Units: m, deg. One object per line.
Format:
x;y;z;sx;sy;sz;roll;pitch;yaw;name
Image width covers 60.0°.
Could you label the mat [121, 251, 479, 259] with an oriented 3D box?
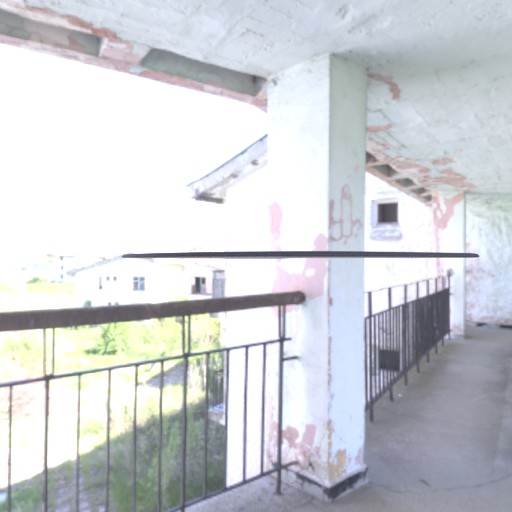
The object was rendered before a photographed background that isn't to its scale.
0.000;0.000;1.635;0.917;0.016;1.220;0;-1;-37;mat
